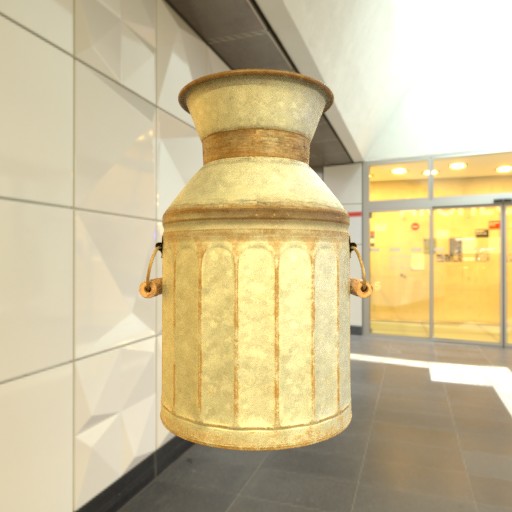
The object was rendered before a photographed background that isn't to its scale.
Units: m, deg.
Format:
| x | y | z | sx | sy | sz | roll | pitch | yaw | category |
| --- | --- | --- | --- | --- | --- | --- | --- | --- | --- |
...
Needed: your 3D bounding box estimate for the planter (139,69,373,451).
| x | y | z | sx | sy | sz | roll | pitch | yaw | category |
| --- | --- | --- | --- | --- | --- | --- | --- | --- | --- |
| 0.000 | 0.000 | 0.509 | 0.248 | 0.358 | 0.215 | 0 | 0 | 0 | planter |
